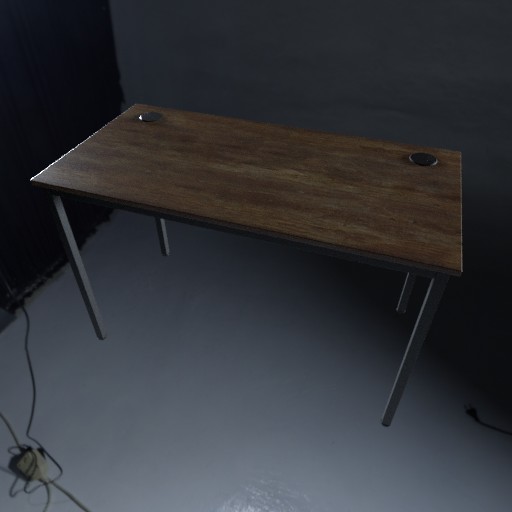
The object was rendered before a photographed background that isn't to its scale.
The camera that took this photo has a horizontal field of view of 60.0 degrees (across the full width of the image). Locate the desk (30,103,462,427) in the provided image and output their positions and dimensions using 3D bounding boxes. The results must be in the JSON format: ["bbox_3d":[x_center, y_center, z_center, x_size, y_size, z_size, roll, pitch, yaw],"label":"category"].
[{"bbox_3d":[0.000,0.000,1.615,1.200,0.749,0.600,13,43,14],"label":"desk"}]
